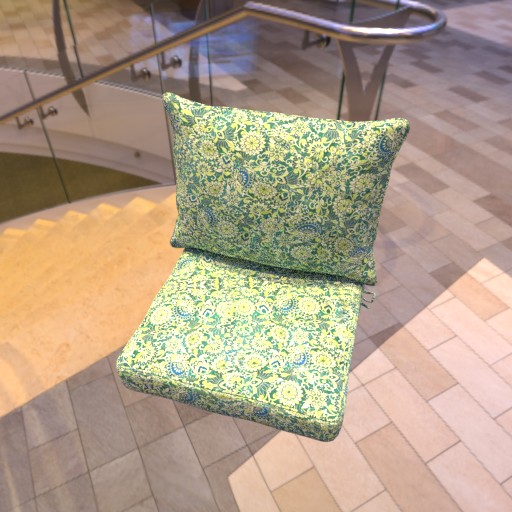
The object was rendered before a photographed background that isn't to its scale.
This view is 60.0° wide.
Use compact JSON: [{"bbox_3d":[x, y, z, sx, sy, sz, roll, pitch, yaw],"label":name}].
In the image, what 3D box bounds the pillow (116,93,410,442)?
[{"bbox_3d":[0.000,0.000,1.362,0.798,0.722,0.740,11,43,12],"label":"pillow"}]
